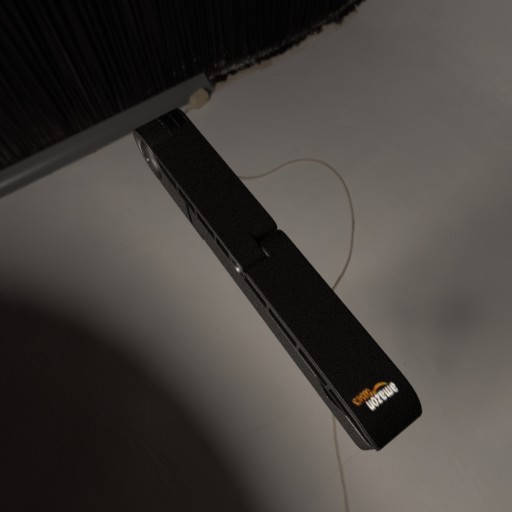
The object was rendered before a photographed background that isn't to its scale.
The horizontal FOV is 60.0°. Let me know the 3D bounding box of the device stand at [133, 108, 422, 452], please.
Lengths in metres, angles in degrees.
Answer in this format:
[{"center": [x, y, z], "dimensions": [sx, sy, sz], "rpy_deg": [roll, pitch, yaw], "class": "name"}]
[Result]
[{"center": [0.000, 0.000, 0.195], "dimensions": [0.026, 0.030, 0.179], "rpy_deg": [-33, 69, -14], "class": "device stand"}]
